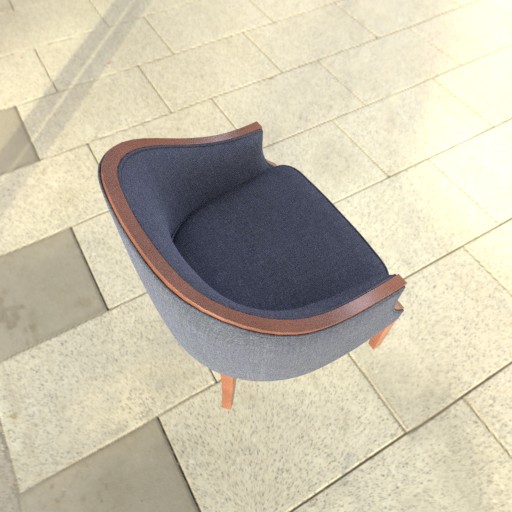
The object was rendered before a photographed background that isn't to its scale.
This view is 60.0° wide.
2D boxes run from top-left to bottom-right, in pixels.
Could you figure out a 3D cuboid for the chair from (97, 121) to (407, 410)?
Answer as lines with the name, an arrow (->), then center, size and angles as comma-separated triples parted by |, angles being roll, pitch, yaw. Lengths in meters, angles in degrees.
chair -> 0.000, 0.000, 1.463 | 0.735, 0.876, 0.803 | -28, 62, -17
